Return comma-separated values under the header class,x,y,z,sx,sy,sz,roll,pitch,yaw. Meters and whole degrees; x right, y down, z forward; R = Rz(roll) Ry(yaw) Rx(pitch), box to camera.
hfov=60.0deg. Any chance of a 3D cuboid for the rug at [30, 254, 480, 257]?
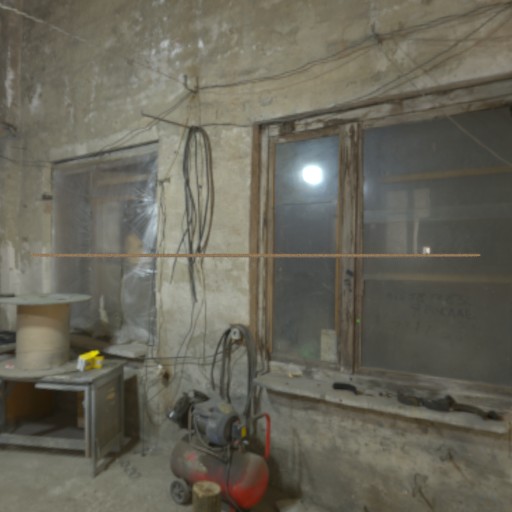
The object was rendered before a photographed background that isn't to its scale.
class,x,y,z,sx,sy,sz,roll,pitch,yaw
rug,0.000,0.000,2.998,2.290,0.014,1.526,0,0,-1
